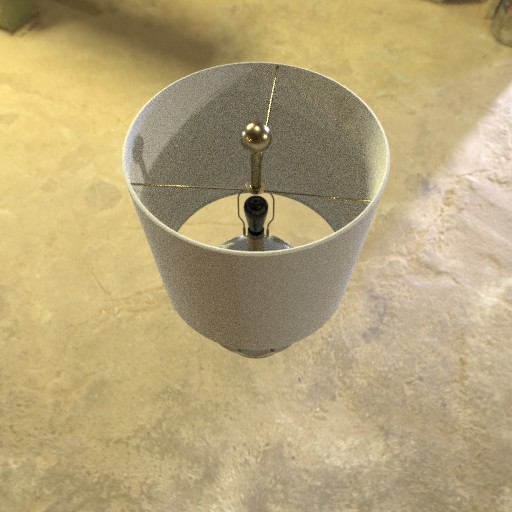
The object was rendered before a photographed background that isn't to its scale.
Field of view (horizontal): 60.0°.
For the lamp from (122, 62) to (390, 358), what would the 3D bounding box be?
[{"bbox_3d":[0.000,0.000,0.597,0.254,0.452,0.254,0,58,0],"label":"lamp"}]
